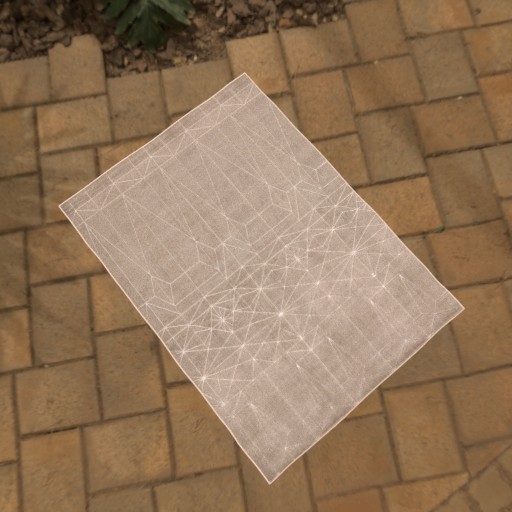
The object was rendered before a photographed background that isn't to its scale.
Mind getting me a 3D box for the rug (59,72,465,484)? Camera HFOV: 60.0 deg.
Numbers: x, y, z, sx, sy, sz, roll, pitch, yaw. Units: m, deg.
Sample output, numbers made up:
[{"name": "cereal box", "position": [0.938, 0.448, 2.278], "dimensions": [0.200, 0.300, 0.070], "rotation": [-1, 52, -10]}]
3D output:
[{"name": "rug", "position": [0.000, 0.000, 4.372], "dimensions": [2.449, 0.019, 3.357], "rotation": [-39, 80, -8]}]
